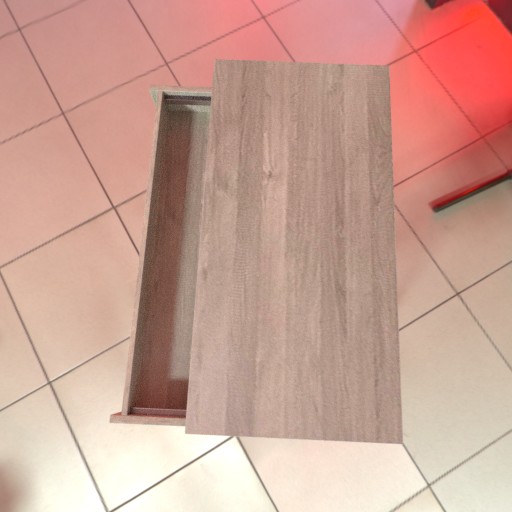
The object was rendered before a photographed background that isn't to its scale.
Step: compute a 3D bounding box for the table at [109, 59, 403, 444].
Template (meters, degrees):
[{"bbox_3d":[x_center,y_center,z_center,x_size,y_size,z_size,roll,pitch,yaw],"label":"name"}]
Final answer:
[{"bbox_3d":[0.000,0.000,1.409,0.712,0.570,1.000,2,75,1],"label":"table"}]
